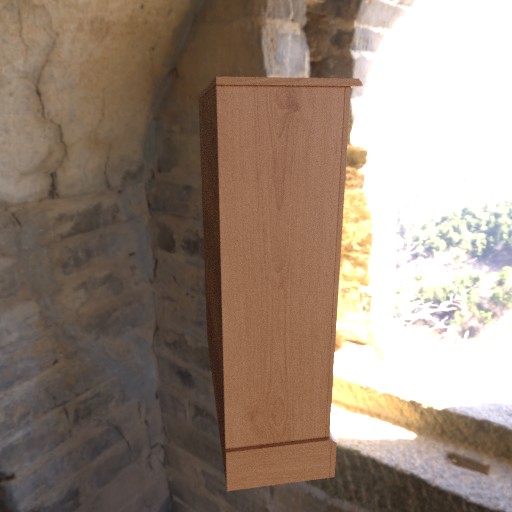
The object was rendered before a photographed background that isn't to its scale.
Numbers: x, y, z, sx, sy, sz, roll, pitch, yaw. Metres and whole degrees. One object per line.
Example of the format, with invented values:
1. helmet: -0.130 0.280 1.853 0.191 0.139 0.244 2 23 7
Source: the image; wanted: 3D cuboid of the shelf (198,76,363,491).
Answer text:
1. shelf: 0.000 0.000 1.393 0.291 0.980 0.840 -3 18 -9
